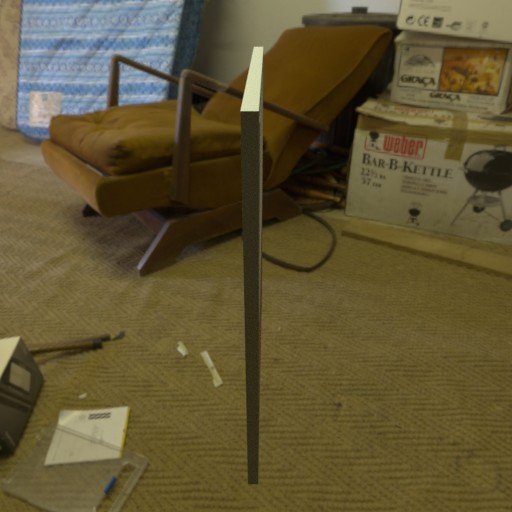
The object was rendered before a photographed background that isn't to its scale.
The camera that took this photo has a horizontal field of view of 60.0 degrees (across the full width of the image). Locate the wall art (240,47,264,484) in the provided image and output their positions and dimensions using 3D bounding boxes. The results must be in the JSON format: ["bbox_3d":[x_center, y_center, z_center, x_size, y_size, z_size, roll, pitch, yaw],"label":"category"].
[{"bbox_3d":[0.000,0.000,1.322,0.034,1.042,0.789,1,32,1],"label":"wall art"}]
